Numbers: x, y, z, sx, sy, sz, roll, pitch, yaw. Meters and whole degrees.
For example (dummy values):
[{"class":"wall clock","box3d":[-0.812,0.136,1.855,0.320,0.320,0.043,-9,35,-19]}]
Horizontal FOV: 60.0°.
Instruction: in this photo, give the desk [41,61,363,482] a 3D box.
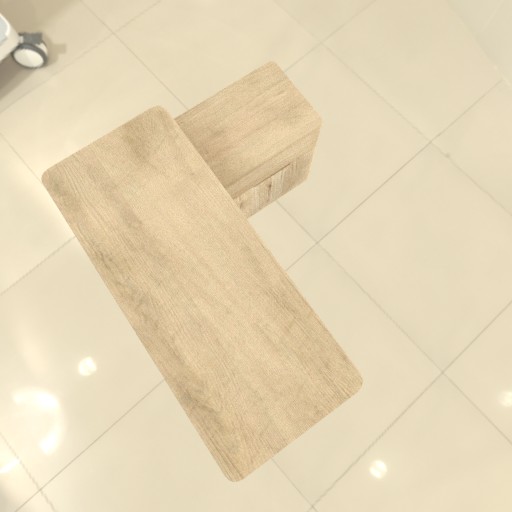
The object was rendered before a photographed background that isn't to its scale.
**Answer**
[{"class":"desk","box3d":[0.000,0.000,2.099,1.175,0.770,1.400,-34,78,-8]}]
